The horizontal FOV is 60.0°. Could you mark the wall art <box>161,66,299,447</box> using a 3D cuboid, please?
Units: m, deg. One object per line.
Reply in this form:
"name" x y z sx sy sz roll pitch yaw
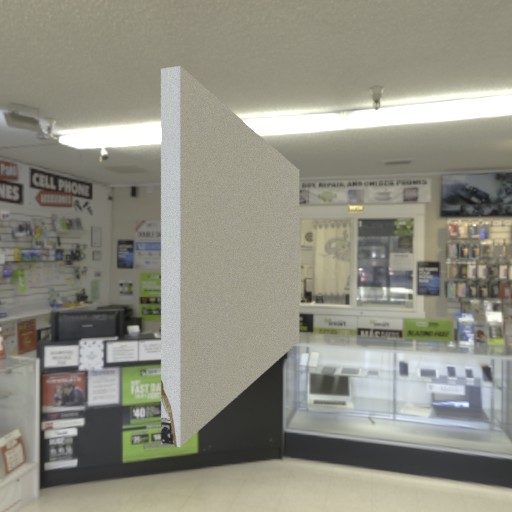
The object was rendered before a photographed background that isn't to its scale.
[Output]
"wall art" 0.000 0.000 1.131 0.038 0.601 0.898 0 0 18
